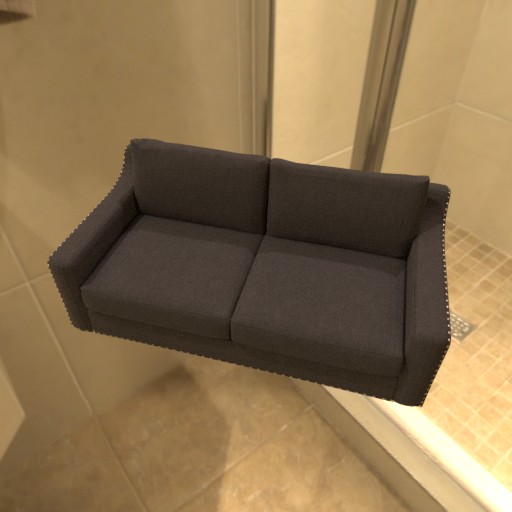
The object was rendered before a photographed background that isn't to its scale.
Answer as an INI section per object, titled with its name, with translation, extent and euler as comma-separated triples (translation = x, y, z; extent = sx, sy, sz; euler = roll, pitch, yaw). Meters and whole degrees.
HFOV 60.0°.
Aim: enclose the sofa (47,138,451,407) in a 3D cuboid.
[sofa]
translation = 0.000, 0.000, 3.226
extent = 2.550, 1.196, 1.336
euler = 10, 42, 11
